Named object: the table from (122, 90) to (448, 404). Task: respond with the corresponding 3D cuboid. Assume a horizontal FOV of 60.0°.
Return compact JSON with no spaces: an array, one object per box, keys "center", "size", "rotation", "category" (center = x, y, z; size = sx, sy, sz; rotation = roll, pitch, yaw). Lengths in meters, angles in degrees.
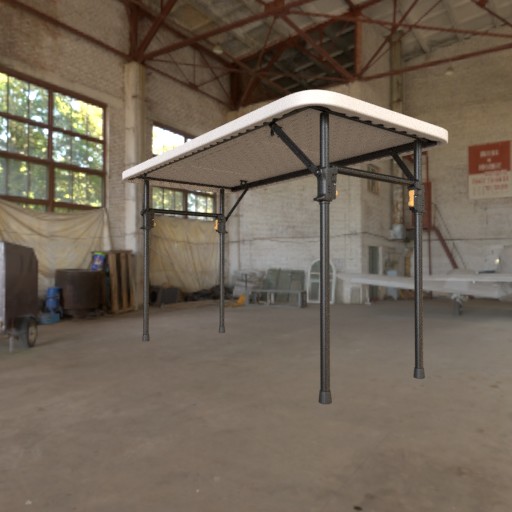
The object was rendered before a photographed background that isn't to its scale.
[{"center":[0.000,0.000,1.628],"size":[0.610,0.729,1.219],"rotation":[1,-1,-37],"category":"table"}]
